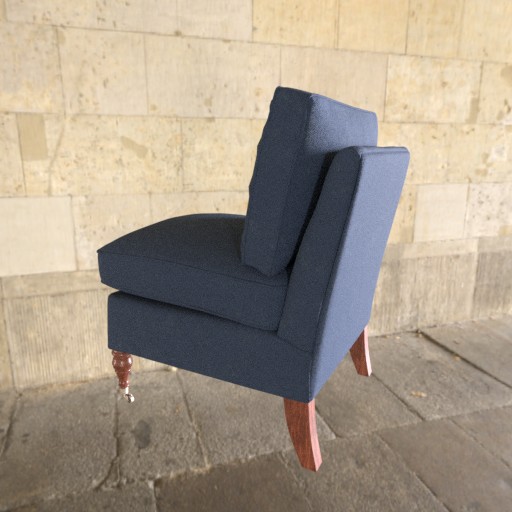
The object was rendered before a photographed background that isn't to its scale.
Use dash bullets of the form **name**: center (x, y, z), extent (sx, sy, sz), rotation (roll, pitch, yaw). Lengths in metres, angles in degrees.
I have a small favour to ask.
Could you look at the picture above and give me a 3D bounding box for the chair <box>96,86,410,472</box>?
- **chair**: center (0.000, 0.000, 1.599), extent (0.912, 1.052, 0.724), rotation (7, 15, 27)
